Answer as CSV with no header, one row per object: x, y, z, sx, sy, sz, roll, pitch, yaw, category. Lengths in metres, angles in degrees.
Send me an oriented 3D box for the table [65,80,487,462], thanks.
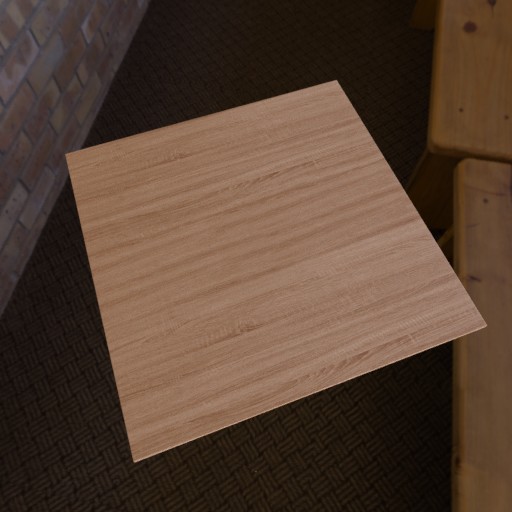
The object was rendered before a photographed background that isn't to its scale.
0.000,0.000,1.347,0.890,0.305,0.890,-18,65,-9,table
